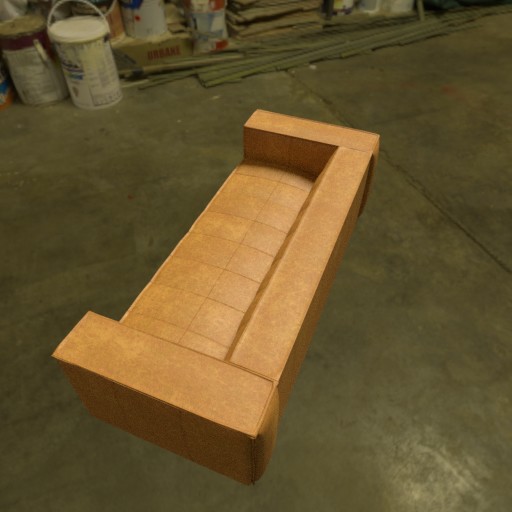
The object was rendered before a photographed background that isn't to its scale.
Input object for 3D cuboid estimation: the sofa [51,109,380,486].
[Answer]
[{"bbox_3d":[0.000,0.000,2.988,1.102,0.701,2.581,17,48,15],"label":"sofa"}]
